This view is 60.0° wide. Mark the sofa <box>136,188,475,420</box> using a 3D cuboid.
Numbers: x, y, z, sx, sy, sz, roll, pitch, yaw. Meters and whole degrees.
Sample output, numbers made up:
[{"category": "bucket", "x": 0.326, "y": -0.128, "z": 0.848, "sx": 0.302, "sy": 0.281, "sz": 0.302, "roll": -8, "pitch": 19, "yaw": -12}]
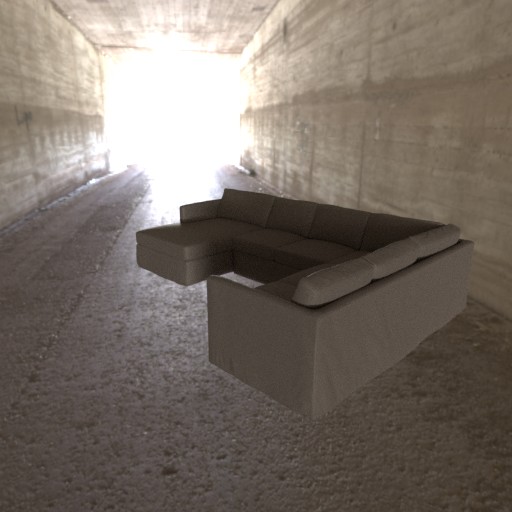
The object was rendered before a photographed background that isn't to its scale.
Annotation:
[{"category": "sofa", "x": 0.000, "y": 0.000, "z": 4.606, "sx": 2.476, "sy": 0.878, "sz": 3.528, "roll": -16, "pitch": 23, "yaw": -42}]
